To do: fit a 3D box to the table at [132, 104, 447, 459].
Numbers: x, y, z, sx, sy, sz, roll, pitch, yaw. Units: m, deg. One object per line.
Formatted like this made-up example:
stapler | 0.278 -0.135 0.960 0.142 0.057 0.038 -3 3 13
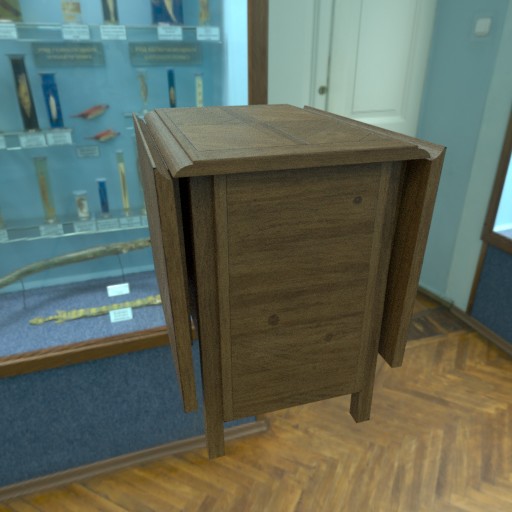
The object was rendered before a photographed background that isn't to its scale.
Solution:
table | 0.000 0.000 1.311 0.591 0.763 0.746 -7 26 -15
